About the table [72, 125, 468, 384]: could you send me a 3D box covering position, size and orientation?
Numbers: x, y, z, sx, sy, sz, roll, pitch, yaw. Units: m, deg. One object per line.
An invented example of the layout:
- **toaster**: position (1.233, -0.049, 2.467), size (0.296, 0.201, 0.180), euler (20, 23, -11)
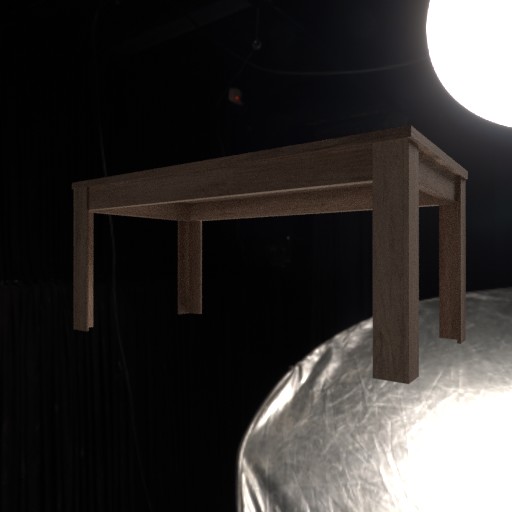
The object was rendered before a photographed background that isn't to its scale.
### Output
- **table**: position (0.000, 0.000, 2.235), size (1.800, 0.790, 0.900), euler (0, 0, 36)
